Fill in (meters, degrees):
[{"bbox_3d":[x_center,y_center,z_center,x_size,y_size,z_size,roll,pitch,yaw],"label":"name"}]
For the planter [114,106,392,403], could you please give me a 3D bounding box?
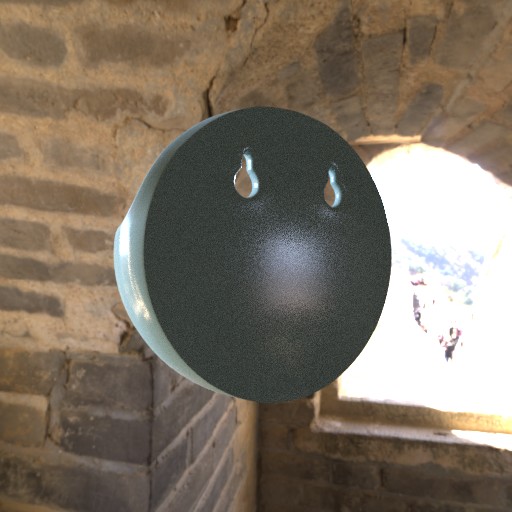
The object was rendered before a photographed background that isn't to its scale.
[{"bbox_3d":[0.000,0.000,0.278,0.189,0.164,0.073,1,-1,-36],"label":"planter"}]
